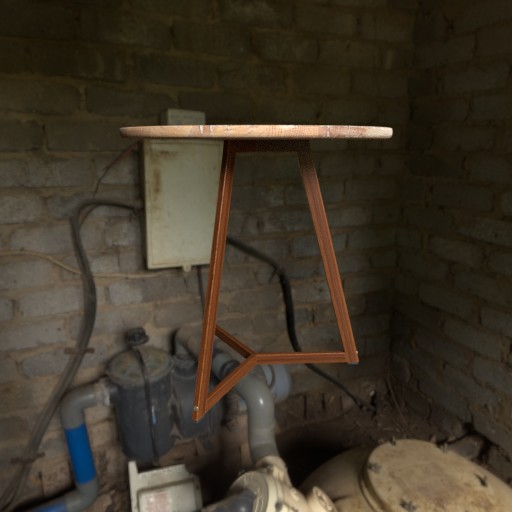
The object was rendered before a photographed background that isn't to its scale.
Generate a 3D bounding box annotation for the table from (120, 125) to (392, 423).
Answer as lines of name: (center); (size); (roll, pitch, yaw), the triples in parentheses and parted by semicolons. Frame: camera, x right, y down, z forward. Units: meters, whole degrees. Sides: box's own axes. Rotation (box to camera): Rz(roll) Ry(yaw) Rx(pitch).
table: (0.000, 0.000, 0.909); (0.500, 0.500, 0.500); (0, 15, 0)
